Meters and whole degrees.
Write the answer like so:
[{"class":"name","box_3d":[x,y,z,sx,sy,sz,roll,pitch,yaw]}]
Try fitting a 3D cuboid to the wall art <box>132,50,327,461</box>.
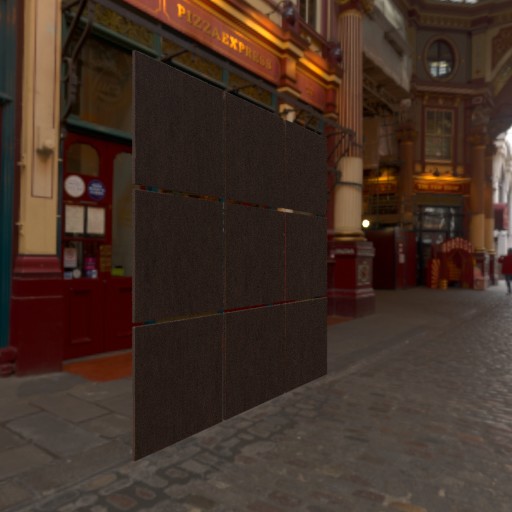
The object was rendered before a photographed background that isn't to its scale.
[{"class":"wall art","box_3d":[0.000,0.000,2.259,0.014,1.525,1.527,0,0,37]}]
